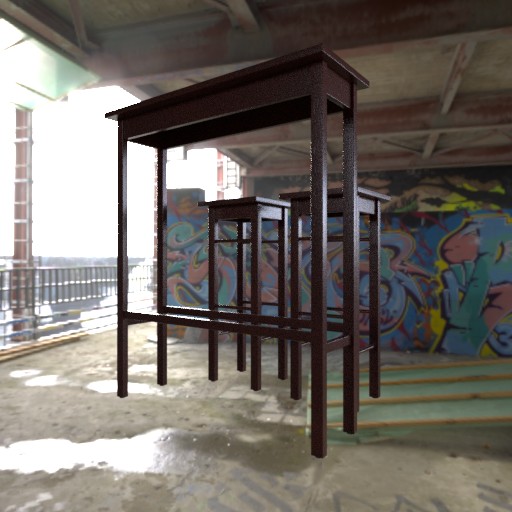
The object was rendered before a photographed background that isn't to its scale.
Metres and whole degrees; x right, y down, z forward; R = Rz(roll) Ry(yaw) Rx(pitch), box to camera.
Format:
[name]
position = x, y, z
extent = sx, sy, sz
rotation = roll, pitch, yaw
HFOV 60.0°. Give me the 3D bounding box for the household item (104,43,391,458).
[household item]
position = 0.000, 0.000, 1.653
extent = 0.914, 1.067, 0.676
rotation = 0, 0, 36
